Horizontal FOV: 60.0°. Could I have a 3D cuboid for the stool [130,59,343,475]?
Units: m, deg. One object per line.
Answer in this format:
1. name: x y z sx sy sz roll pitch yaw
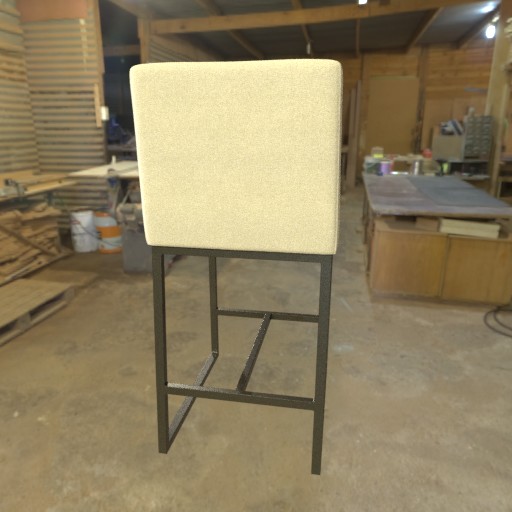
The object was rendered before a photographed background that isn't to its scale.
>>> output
1. stool: 0.000 0.000 1.274 0.459 0.971 0.567 3 17 10
